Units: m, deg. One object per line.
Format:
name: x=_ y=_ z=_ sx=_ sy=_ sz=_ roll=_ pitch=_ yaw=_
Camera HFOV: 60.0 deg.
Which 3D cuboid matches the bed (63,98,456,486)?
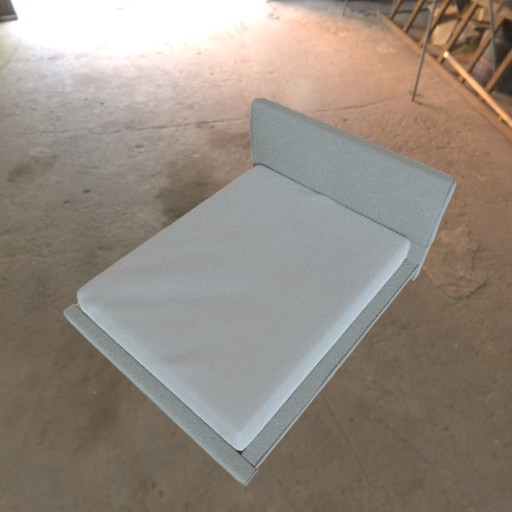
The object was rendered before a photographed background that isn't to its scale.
bed: x=0.000 y=0.000 z=3.539 sx=1.980 sy=1.126 sz=2.498 roll=32 pitch=55 yaw=26
